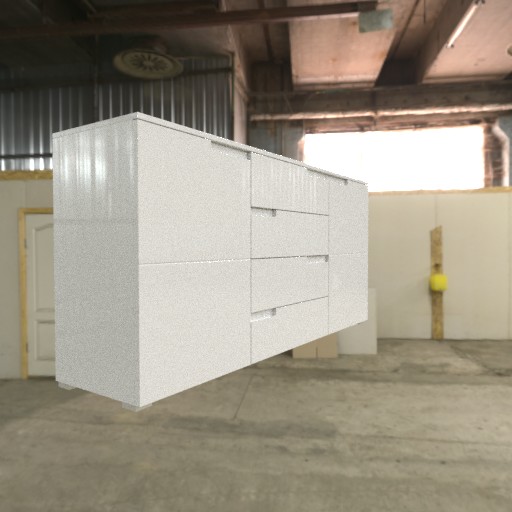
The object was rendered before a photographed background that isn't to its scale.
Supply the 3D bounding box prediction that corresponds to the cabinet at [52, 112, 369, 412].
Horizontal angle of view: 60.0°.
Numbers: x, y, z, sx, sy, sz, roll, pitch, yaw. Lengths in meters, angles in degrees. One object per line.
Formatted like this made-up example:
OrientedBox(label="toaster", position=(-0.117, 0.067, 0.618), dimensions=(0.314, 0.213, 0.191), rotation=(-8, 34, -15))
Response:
OrientedBox(label="cabinet", position=(0.000, 0.000, 1.959), dimensions=(0.400, 0.800, 1.650), rotation=(1, 2, 35))
